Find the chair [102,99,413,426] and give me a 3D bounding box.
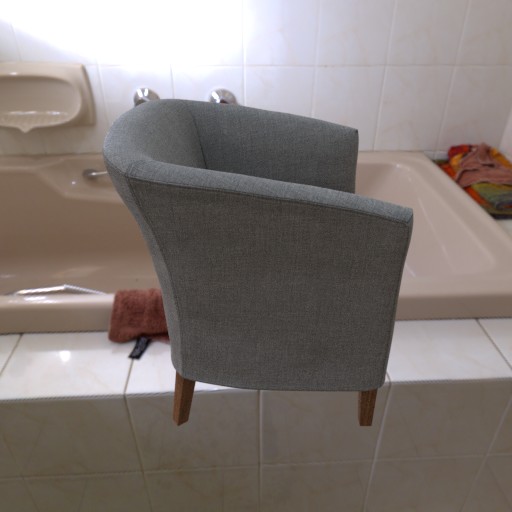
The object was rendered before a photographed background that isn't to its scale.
[{"bbox_3d":[0.000,0.000,1.249,0.668,0.771,0.600,0,32,0],"label":"chair"}]
